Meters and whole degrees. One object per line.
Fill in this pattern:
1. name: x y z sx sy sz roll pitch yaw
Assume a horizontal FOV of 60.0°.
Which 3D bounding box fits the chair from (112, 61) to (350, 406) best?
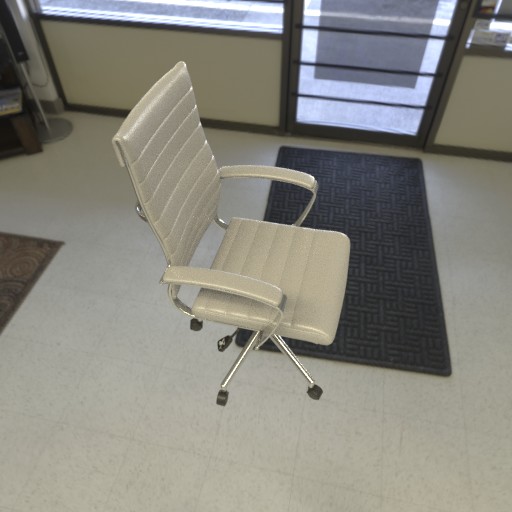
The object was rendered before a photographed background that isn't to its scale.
1. chair: 0.000 0.000 1.593 0.667 1.149 0.679 11 49 10
